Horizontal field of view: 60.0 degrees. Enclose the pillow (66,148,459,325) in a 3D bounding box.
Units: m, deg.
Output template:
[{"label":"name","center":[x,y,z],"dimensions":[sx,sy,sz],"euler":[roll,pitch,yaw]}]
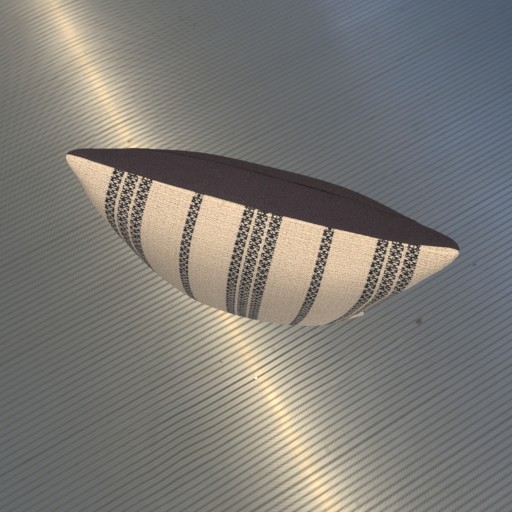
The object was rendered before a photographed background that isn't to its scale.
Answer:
[{"label":"pillow","center":[0.000,0.000,0.627],"dimensions":[0.405,0.406,0.173],"euler":[14,75,4]}]
